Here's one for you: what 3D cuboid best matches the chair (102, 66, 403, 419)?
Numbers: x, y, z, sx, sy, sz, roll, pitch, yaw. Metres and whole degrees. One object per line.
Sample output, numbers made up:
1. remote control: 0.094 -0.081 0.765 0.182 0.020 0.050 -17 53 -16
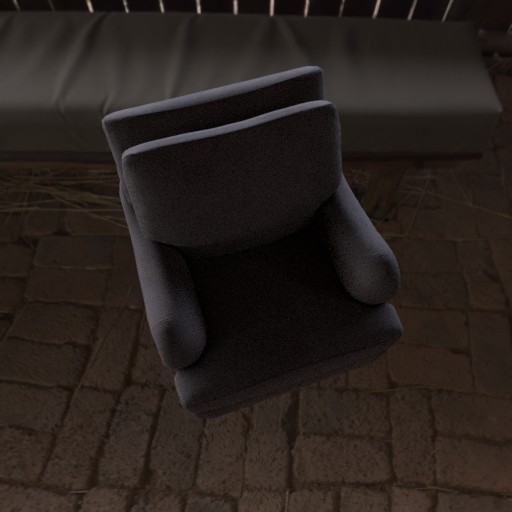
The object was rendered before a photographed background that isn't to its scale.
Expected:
1. chair: 0.000 0.000 1.882 0.955 0.997 1.070 -17 65 -8
